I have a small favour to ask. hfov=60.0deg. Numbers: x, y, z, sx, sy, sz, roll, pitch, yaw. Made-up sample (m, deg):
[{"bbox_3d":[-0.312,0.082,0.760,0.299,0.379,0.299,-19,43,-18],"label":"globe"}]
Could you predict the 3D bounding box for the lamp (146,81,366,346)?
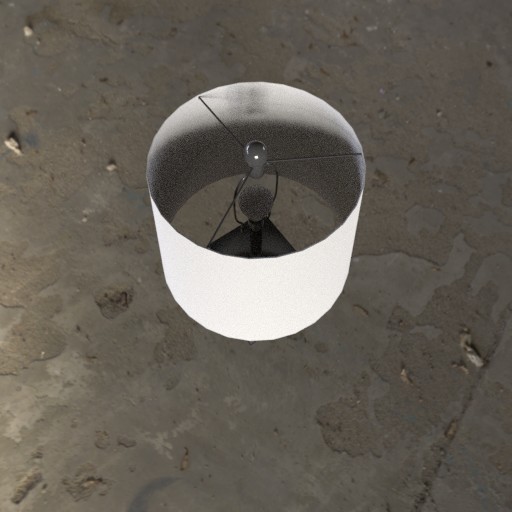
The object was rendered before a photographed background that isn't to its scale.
[{"bbox_3d":[0.000,0.000,0.782,0.320,0.591,0.320,0,64,0],"label":"lamp"}]
